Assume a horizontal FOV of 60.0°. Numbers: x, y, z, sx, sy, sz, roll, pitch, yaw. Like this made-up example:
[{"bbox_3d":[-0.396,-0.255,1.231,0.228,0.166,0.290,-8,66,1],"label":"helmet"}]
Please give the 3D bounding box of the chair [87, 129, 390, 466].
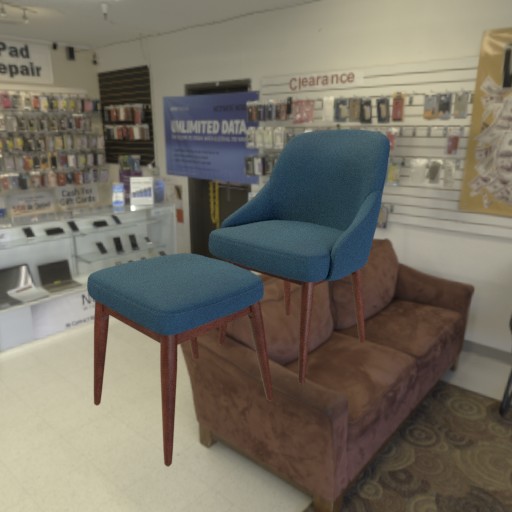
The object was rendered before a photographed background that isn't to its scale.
[{"bbox_3d":[0.000,0.000,1.583,0.584,0.866,1.114,15,22,42],"label":"chair"}]
